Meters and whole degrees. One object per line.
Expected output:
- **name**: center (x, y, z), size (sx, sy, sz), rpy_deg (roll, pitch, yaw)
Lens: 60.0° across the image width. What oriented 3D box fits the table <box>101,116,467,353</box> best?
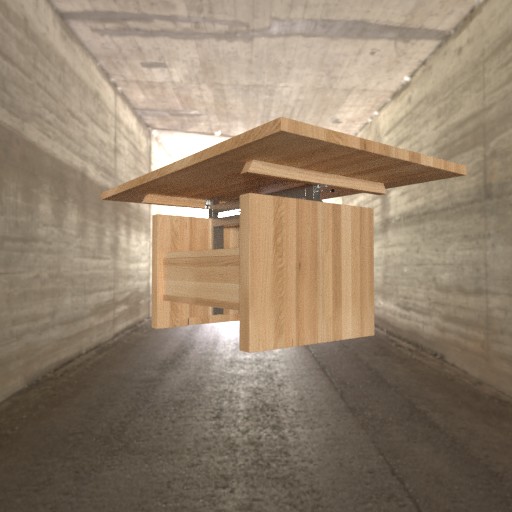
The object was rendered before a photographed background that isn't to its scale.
- **table**: center (0.000, 0.000, 1.507), size (0.700, 0.510, 1.100), rpy_deg (1, -2, -37)
